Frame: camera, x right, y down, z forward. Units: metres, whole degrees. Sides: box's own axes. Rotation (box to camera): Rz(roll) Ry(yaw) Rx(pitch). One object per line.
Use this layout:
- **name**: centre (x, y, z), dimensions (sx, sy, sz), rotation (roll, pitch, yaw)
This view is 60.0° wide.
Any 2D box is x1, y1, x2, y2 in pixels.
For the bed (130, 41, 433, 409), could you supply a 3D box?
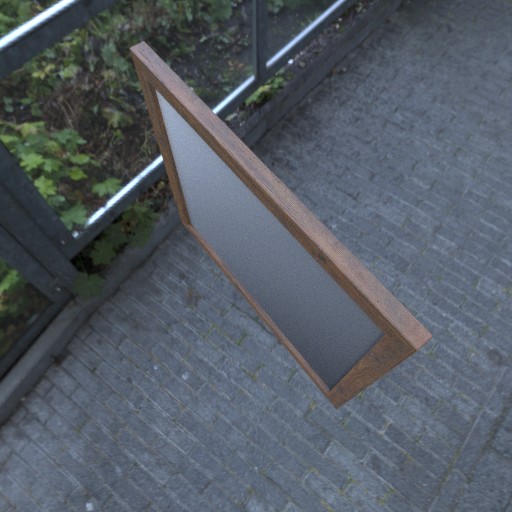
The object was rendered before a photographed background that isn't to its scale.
- **bed**: centre (0.000, 0.000, 1.448), dimensions (0.046, 0.942, 1.046), rotation (-35, 69, -16)
